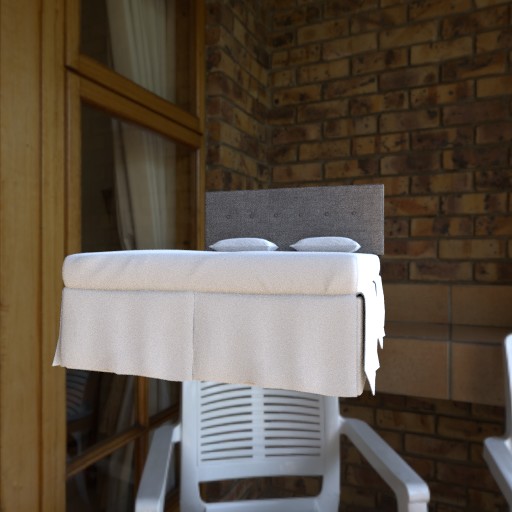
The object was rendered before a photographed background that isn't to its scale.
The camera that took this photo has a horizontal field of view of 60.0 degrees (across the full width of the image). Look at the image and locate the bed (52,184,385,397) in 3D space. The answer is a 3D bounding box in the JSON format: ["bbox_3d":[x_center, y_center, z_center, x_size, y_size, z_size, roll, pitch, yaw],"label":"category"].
[{"bbox_3d":[0.000,0.000,2.949,1.621,1.168,1.958,0,0,18],"label":"bed"}]
